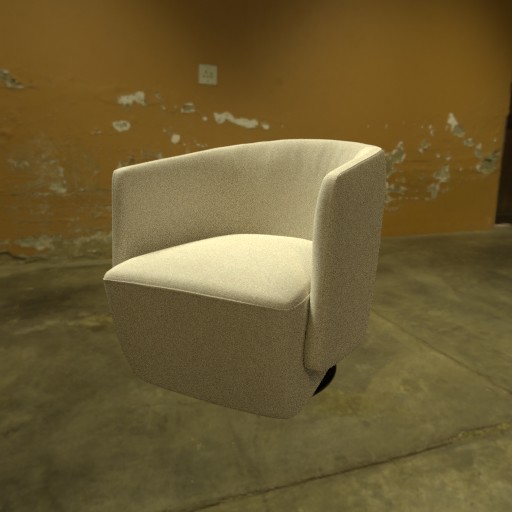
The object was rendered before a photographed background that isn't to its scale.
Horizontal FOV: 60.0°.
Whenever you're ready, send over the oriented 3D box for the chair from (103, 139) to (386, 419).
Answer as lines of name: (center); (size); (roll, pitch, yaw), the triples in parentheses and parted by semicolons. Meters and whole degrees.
chair: (0.000, 0.000, 1.649); (0.822, 0.861, 0.986); (7, 15, 26)
